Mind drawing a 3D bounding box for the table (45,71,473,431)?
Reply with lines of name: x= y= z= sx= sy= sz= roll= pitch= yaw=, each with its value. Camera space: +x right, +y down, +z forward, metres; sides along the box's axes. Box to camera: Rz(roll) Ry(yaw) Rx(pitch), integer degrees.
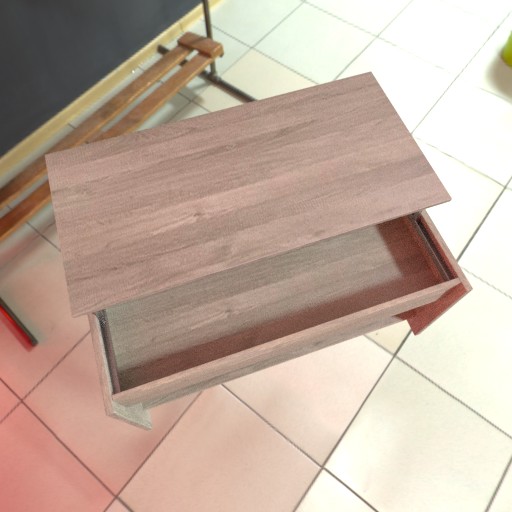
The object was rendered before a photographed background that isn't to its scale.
table: x=0.000 y=0.000 z=1.412 sx=1.000 sy=0.570 sz=0.712 roll=-17 pitch=65 yaw=-8
